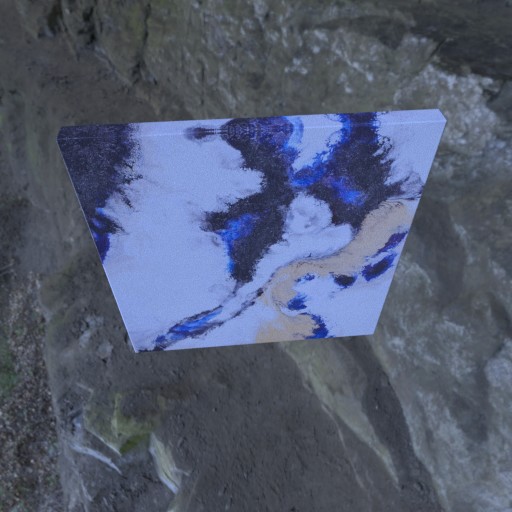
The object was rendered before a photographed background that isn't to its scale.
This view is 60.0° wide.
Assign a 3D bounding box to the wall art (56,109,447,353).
[{"bbox_3d":[0.000,0.000,0.917,0.609,0.609,0.039,-4,47,-4],"label":"wall art"}]
